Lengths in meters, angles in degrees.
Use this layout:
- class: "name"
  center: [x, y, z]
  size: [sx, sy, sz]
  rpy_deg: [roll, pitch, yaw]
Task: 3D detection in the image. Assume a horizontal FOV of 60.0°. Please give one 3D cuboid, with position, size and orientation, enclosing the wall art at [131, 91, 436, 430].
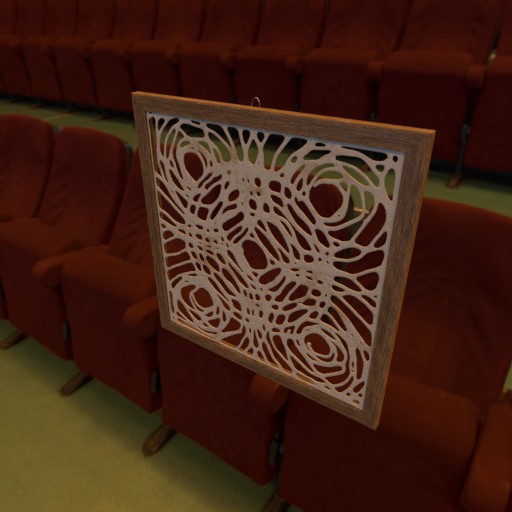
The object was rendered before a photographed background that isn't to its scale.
- class: "wall art"
  center: [0.000, 0.000, 0.847]
  size: [0.561, 0.576, 0.021]
  rpy_deg: [18, 34, 29]
